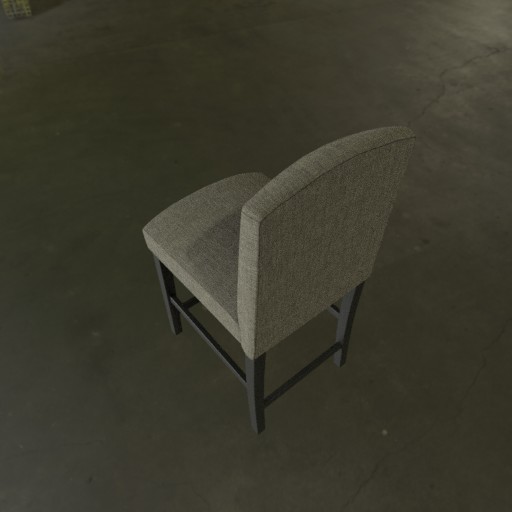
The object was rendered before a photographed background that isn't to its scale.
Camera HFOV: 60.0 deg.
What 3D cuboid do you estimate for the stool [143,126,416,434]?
[{"bbox_3d":[0.000,0.000,1.303,0.451,0.966,0.552,-30,53,-26],"label":"stool"}]
